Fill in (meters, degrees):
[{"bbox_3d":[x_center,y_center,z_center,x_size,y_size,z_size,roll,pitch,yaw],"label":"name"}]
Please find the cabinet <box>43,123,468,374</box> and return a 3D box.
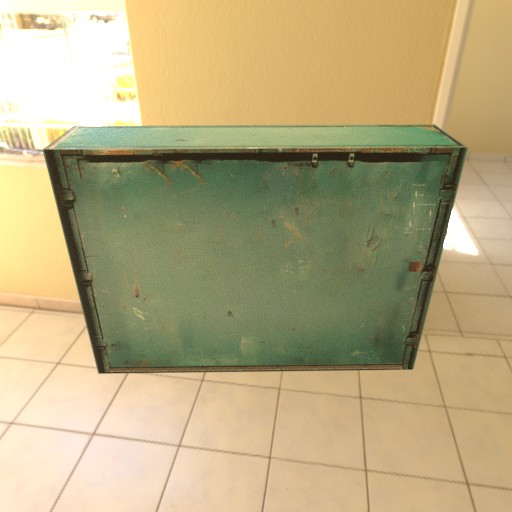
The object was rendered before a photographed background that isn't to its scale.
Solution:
[{"bbox_3d":[0.000,0.000,3.967,3.001,2.160,0.680,-1,31,-1],"label":"cabinet"}]
